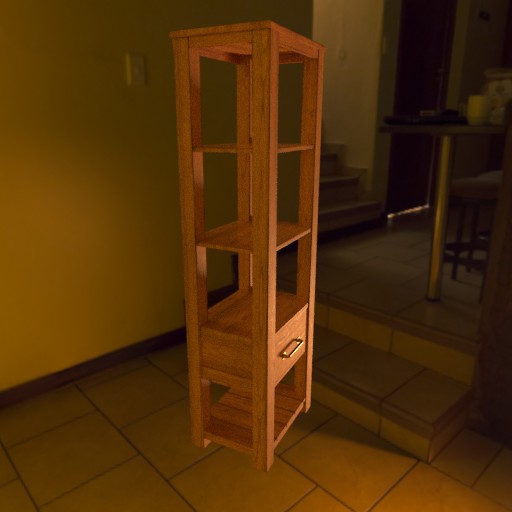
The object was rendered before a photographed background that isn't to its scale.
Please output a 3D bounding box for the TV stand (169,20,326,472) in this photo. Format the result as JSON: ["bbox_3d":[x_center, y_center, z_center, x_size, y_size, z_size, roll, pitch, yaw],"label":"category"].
[{"bbox_3d":[0.000,0.000,2.049,0.435,1.828,0.565,8,18,26],"label":"TV stand"}]
